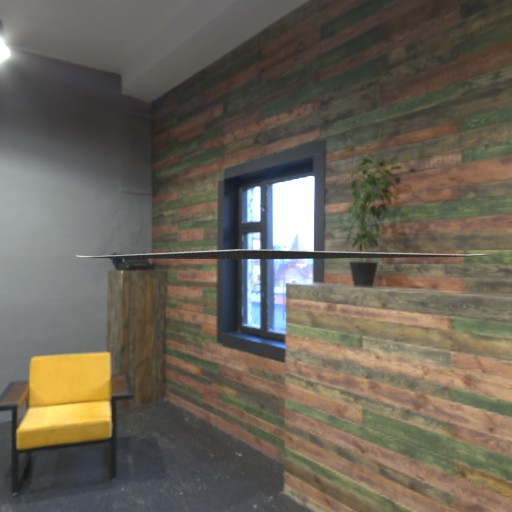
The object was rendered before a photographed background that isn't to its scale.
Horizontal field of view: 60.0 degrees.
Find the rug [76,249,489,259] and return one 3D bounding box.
[{"bbox_3d":[0.000,0.000,3.926,2.343,0.026,2.925,1,-1,-36],"label":"rug"}]
